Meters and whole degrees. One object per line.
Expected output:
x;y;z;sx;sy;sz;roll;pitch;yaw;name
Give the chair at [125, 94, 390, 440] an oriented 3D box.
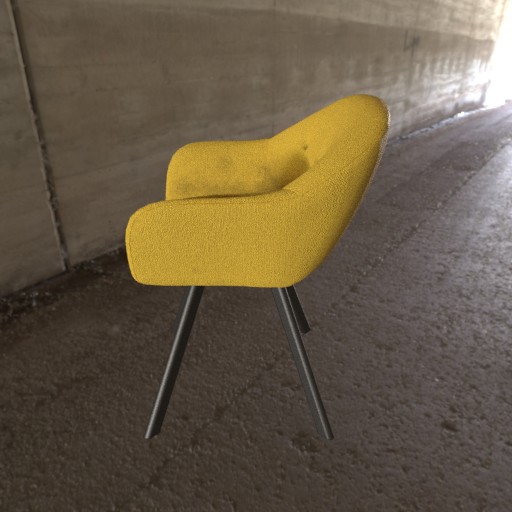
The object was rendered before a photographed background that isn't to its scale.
0.000;0.000;1.132;0.565;0.775;0.545;0;25;-1;chair
